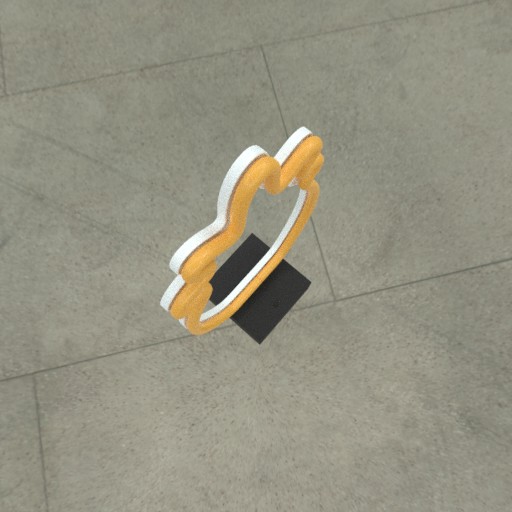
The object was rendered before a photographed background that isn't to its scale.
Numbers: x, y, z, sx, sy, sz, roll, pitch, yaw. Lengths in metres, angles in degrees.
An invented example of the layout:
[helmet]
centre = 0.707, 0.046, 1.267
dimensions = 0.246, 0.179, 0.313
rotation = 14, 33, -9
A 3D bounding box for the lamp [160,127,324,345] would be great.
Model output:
[lamp]
centre = 0.000, 0.000, 0.376
dimensions = 0.088, 0.317, 0.167
rotation = 40, 78, 10
